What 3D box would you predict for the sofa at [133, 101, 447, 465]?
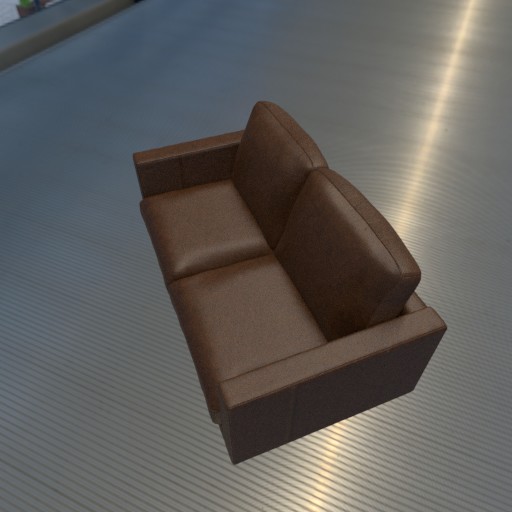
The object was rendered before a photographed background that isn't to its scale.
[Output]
[{"bbox_3d":[0.000,0.000,2.180,0.909,0.951,1.578,-16,49,-15],"label":"sofa"}]
